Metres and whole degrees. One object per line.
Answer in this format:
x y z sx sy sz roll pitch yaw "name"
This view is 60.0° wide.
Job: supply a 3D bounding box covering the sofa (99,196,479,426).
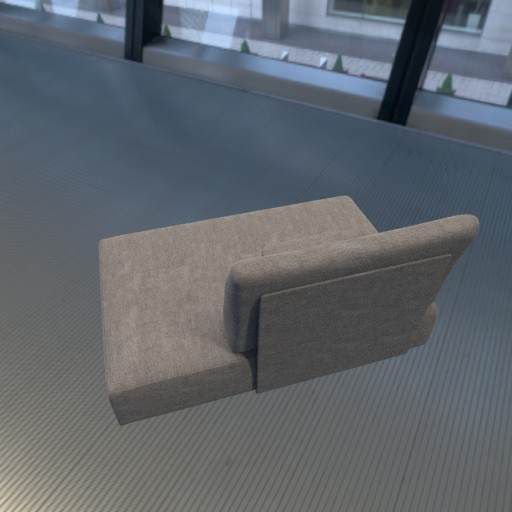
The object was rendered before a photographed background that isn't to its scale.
0.000 0.000 2.019 1.450 0.820 1.002 -11 43 -12 "sofa"
